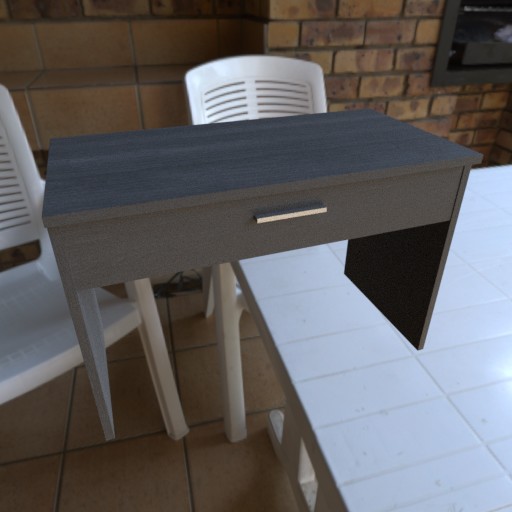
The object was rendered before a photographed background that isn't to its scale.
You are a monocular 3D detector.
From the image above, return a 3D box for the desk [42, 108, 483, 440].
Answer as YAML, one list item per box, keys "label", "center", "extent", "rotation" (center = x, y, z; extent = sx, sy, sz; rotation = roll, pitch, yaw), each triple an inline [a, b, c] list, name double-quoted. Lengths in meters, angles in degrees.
- label: "desk"
  center: [0.000, 0.000, 1.444]
  extent: [1.099, 0.729, 0.557]
  rotation: [-11, 33, -17]
